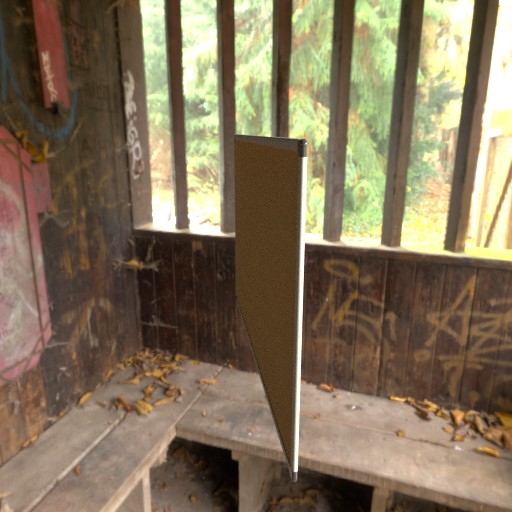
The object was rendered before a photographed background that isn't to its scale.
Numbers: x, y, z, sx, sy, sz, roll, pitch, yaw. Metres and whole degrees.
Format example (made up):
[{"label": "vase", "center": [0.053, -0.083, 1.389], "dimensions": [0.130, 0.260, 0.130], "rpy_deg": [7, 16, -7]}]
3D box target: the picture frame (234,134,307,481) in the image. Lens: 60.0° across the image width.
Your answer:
[{"label": "picture frame", "center": [0.000, 0.000, 1.143], "dimensions": [0.010, 0.600, 0.900], "rpy_deg": [-2, 16, -9]}]
